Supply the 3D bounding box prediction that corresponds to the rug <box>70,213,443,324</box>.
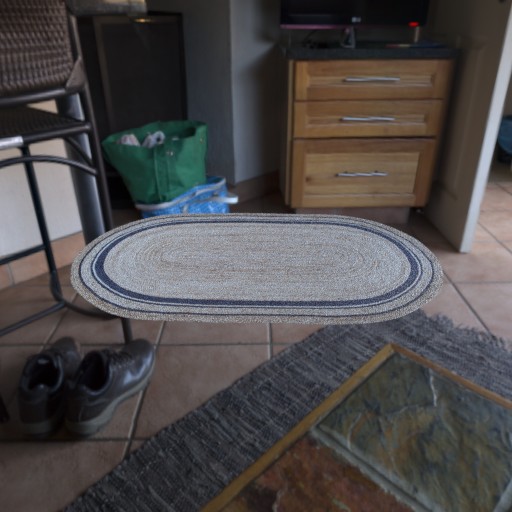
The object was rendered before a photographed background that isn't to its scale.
[{"bbox_3d":[0.000,0.000,3.008,2.432,0.006,1.520,1,28,1],"label":"rug"}]
